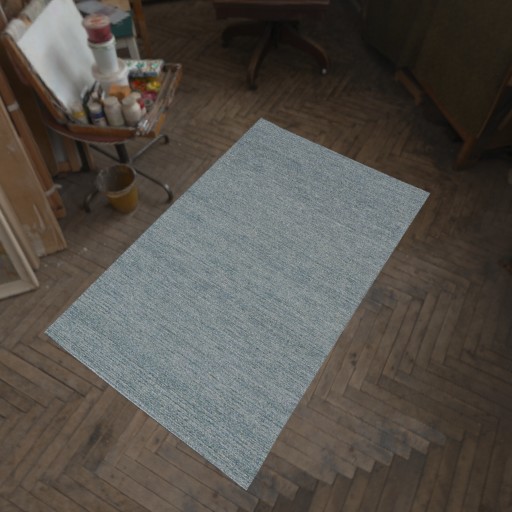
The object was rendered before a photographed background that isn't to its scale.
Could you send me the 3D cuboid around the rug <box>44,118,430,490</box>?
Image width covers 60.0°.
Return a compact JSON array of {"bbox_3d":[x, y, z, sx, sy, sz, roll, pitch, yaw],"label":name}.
[{"bbox_3d":[0.000,0.000,2.325,1.174,0.022,1.853,30,62,18],"label":"rug"}]
